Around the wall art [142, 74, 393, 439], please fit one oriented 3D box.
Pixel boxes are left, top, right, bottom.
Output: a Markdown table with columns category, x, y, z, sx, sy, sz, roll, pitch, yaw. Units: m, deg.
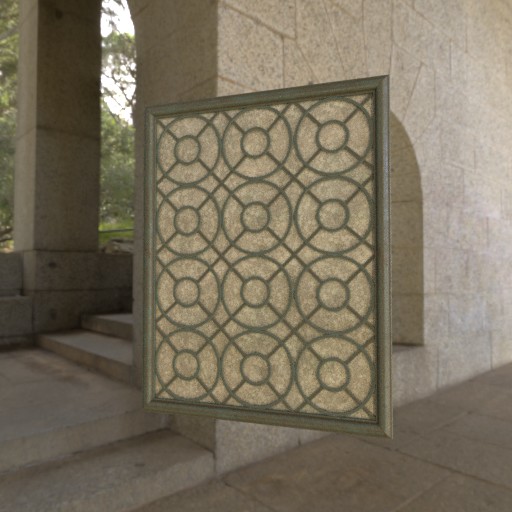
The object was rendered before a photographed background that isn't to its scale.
| category | x | y | z | sx | sy | sz | roll | pitch | yaw |
| --- | --- | --- | --- | --- | --- | --- | --- | --- | --- |
| wall art | 0.000 | 0.000 | 1.314 | 0.767 | 0.983 | 0.030 | -1 | -2 | 18 |
